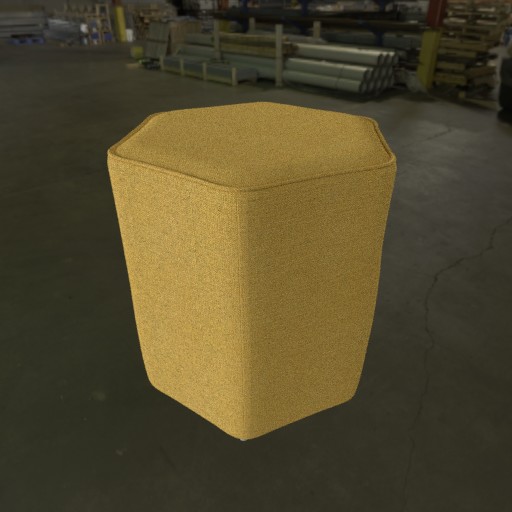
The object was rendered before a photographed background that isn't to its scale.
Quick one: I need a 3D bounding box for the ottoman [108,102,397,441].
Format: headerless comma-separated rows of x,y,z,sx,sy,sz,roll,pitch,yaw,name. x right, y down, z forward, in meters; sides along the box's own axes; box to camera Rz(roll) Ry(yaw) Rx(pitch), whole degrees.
0.000,0.000,0.872,0.494,0.502,0.443,20,36,30,ottoman
